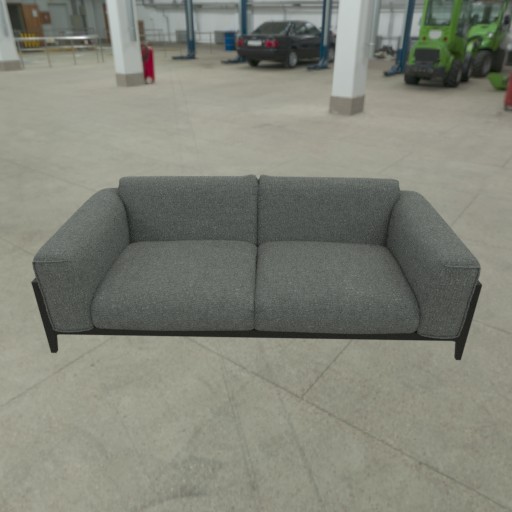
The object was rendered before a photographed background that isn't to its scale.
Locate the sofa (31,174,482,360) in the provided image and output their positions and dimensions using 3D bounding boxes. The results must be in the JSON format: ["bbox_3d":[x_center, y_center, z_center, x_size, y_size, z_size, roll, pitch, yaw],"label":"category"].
[{"bbox_3d":[0.000,0.000,2.535,2.125,0.703,0.985,1,28,1],"label":"sofa"}]
